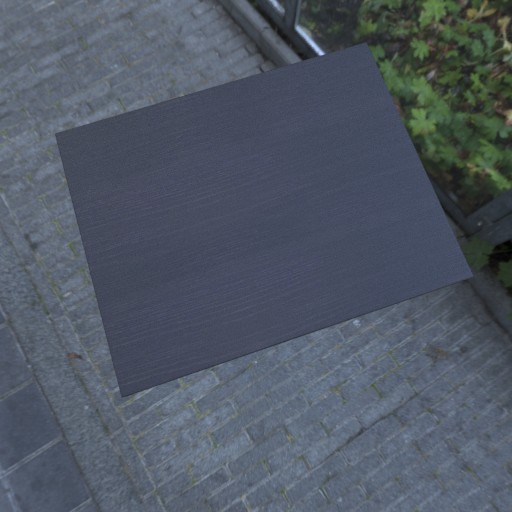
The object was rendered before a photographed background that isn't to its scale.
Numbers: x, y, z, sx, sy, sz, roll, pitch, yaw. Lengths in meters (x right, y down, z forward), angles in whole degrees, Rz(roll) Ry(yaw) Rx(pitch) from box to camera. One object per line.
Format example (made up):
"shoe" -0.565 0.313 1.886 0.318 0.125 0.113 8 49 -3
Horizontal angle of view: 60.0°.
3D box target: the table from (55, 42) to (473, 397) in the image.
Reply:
"table" 0.000 0.000 0.919 0.480 0.635 0.381 -18 77 -4
